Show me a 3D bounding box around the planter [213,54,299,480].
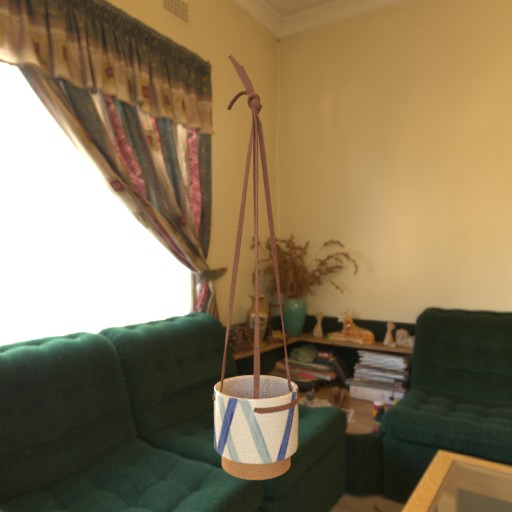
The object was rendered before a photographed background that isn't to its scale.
[{"bbox_3d":[0.000,0.000,0.807,0.157,0.753,0.153,0,0,17],"label":"planter"}]
